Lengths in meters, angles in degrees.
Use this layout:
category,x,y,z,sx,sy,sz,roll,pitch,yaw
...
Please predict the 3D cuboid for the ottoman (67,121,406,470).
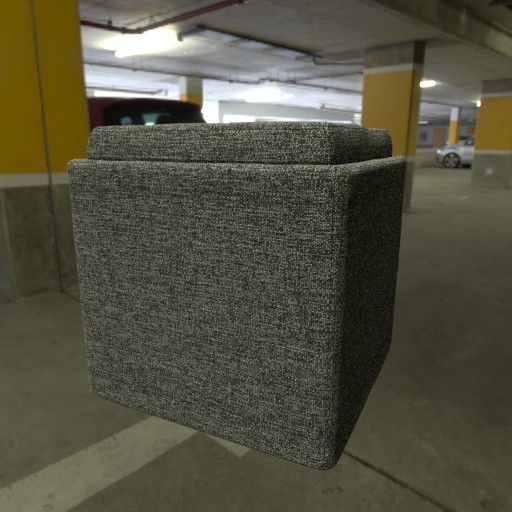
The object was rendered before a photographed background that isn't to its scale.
category,x,y,z,sx,sy,sz,roll,pitch,yaw
ottoman,0.000,0.000,0.813,0.450,0.463,0.450,7,16,26
